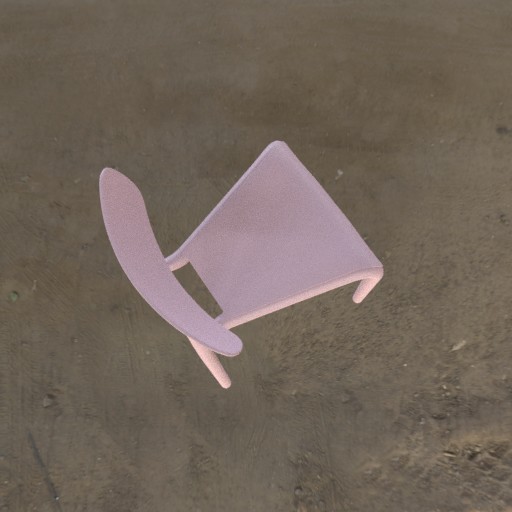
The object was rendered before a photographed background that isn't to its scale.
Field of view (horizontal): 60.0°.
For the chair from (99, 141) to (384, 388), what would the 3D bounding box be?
[{"bbox_3d":[0.000,0.000,0.822,0.401,0.580,0.356,-34,77,-9],"label":"chair"}]
